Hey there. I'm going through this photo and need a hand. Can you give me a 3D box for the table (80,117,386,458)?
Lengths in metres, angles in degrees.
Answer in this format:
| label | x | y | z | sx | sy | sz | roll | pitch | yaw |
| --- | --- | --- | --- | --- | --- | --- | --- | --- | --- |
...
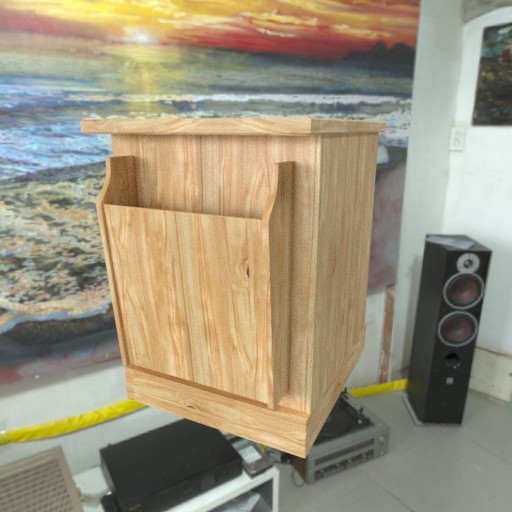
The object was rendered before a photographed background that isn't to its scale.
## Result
| label | x | y | z | sx | sy | sz | roll | pitch | yaw |
| --- | --- | --- | --- | --- | --- | --- | --- | --- | --- |
| table | 0.000 | 0.000 | 0.882 | 0.380 | 0.515 | 0.530 | 8 | 18 | 25 |
